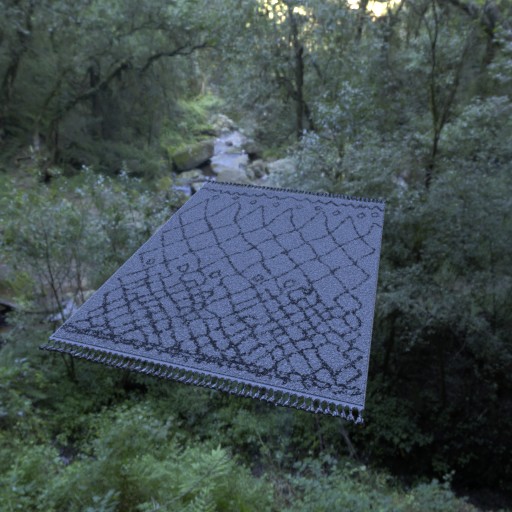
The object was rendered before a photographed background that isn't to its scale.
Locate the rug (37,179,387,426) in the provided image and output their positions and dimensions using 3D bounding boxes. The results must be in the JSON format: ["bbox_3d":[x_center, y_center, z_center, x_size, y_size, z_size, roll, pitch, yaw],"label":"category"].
[{"bbox_3d":[0.000,0.000,2.973,1.613,0.017,2.312,9,33,14],"label":"rug"}]
